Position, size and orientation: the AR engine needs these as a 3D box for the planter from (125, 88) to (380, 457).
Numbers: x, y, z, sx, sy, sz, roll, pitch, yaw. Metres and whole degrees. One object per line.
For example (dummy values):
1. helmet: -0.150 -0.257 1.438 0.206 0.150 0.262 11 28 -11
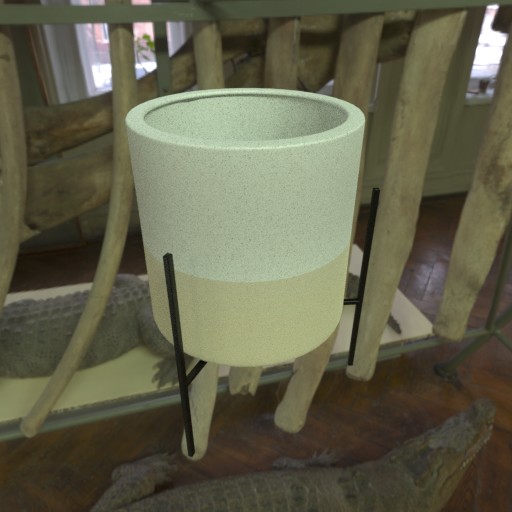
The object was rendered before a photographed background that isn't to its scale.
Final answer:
1. planter: 0.000 0.000 0.552 0.267 0.362 0.263 -9 32 -14
